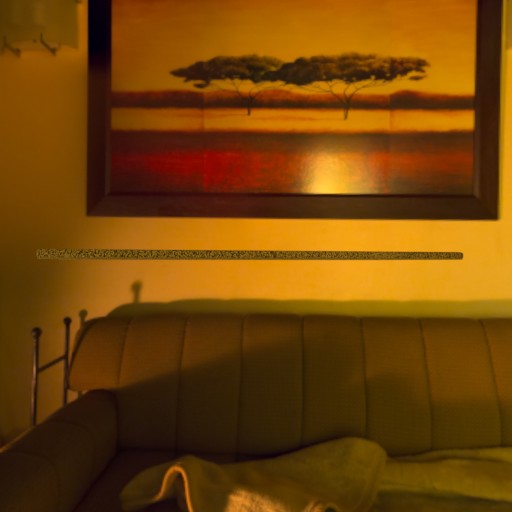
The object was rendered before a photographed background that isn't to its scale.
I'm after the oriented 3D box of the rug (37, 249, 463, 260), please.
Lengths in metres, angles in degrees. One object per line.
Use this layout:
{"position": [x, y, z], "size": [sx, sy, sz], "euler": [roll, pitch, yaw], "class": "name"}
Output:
{"position": [0.000, 0.000, 1.792], "size": [1.524, 0.030, 0.609], "euler": [0, -1, -18], "class": "rug"}
